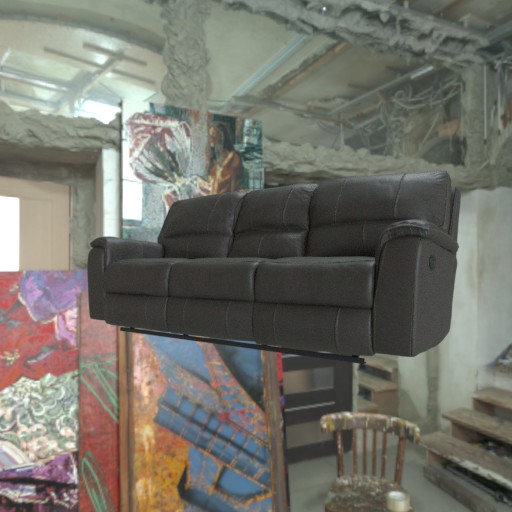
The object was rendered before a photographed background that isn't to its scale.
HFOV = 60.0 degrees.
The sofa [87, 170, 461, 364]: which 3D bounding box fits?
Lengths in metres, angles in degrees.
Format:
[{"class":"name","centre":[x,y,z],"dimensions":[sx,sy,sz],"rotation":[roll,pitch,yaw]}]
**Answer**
[{"class":"sofa","centre":[0.000,0.000,3.165],"dimensions":[2.627,1.134,1.104],"rotation":[-1,-1,35]}]
